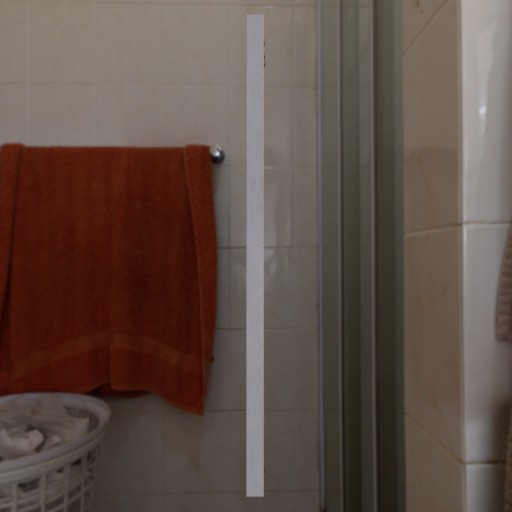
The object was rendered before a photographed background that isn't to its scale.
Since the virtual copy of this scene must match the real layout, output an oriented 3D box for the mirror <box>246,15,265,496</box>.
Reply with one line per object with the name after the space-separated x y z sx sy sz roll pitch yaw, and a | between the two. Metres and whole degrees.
0.000 0.000 1.315 0.041 1.016 0.762 0 0 0 | mirror
